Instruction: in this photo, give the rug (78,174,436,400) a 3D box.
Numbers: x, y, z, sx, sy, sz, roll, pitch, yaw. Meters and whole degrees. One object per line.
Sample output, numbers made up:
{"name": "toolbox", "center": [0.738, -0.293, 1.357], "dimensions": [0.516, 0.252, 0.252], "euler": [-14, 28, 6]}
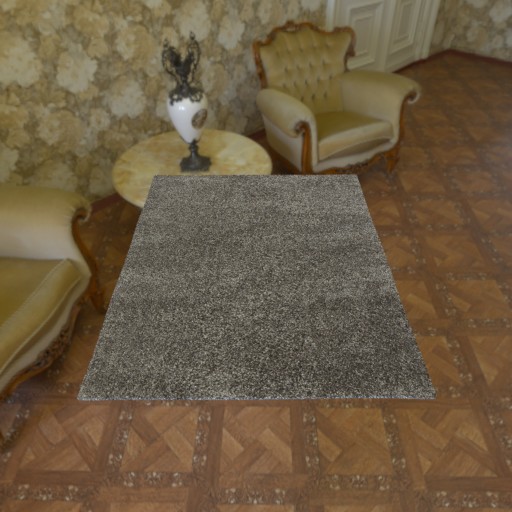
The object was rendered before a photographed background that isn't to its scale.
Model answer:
{"name": "rug", "center": [0.000, 0.000, 4.111], "dimensions": [2.401, 0.025, 3.000], "euler": [0, 40, 0]}
